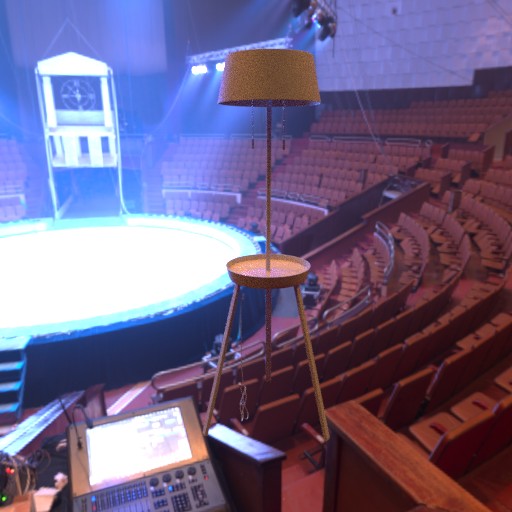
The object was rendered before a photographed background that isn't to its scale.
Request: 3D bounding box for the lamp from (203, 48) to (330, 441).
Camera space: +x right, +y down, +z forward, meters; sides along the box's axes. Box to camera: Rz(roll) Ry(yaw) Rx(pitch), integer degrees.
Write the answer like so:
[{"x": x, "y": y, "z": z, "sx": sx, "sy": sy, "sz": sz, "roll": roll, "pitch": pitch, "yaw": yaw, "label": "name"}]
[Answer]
[{"x": 0.000, "y": 0.000, "z": 1.688, "sx": 0.468, "sy": 1.429, "sz": 0.508, "roll": -8, "pitch": 17, "yaw": -26, "label": "lamp"}]
